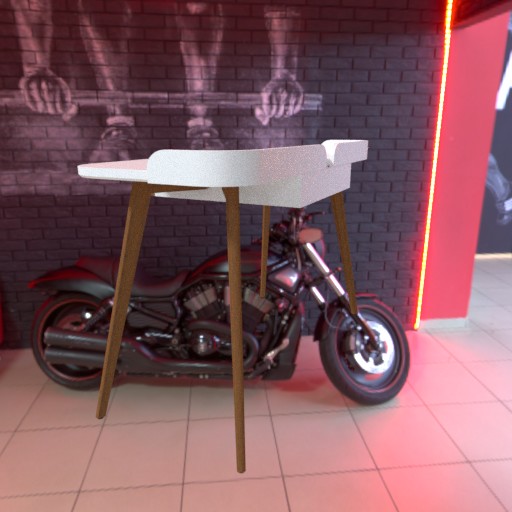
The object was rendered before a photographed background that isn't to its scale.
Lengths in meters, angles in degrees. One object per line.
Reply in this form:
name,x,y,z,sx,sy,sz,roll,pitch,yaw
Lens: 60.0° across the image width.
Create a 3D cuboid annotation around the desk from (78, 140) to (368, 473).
desk,0.000,0.000,1.629,0.534,0.807,1.206,8,18,26
